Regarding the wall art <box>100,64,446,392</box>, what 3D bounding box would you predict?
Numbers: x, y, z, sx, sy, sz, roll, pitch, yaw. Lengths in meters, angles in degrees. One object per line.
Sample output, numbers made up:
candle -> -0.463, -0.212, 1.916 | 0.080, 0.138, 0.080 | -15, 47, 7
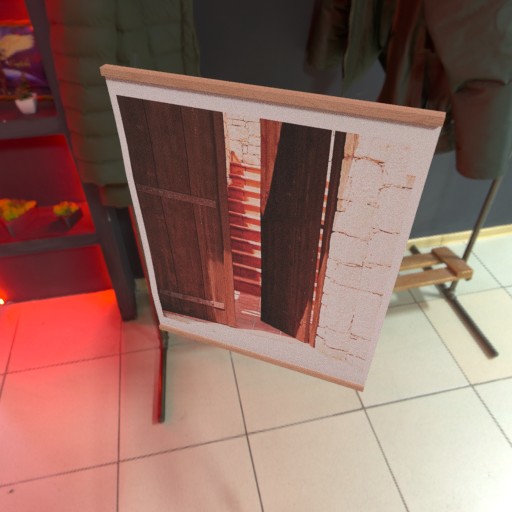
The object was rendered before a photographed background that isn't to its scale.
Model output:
wall art -> 0.000, 0.000, 0.667 | 0.406, 0.508, 0.013 | 14, 44, 15
